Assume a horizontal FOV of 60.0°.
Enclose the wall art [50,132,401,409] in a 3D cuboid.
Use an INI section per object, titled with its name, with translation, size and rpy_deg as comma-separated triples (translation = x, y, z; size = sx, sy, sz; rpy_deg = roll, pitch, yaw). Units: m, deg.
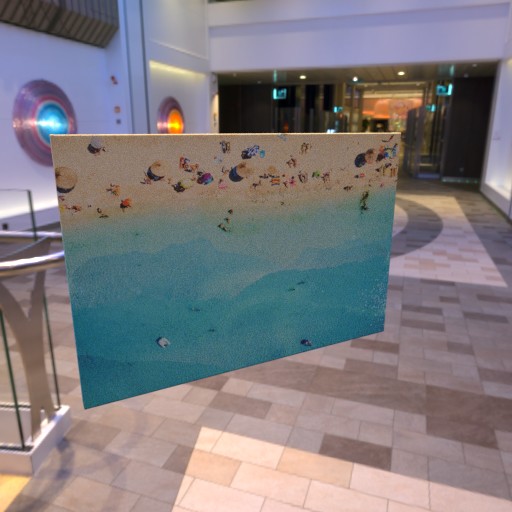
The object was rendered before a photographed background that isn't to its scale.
[wall art]
translation = 0.000, 0.000, 1.442
size = 1.136, 0.769, 0.040
rpy_deg = -8, 18, -26
